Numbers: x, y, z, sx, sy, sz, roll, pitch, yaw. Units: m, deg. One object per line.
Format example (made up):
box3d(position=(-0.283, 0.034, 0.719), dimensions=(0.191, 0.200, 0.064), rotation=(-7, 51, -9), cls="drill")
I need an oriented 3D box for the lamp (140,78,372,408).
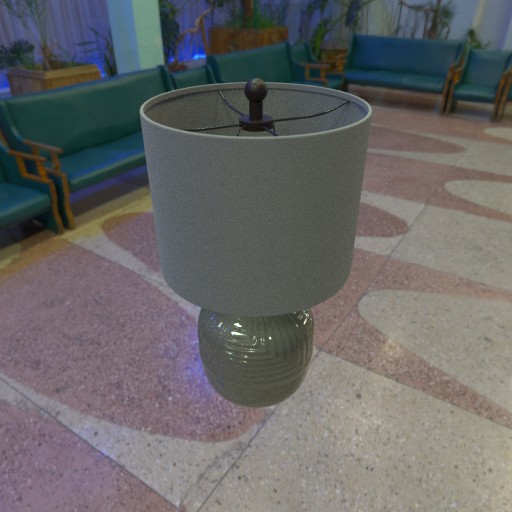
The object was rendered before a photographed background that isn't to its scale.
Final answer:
box3d(position=(0.000, 0.000, 0.750), dimensions=(0.318, 0.567, 0.318), rotation=(0, 32, 0), cls="lamp")
